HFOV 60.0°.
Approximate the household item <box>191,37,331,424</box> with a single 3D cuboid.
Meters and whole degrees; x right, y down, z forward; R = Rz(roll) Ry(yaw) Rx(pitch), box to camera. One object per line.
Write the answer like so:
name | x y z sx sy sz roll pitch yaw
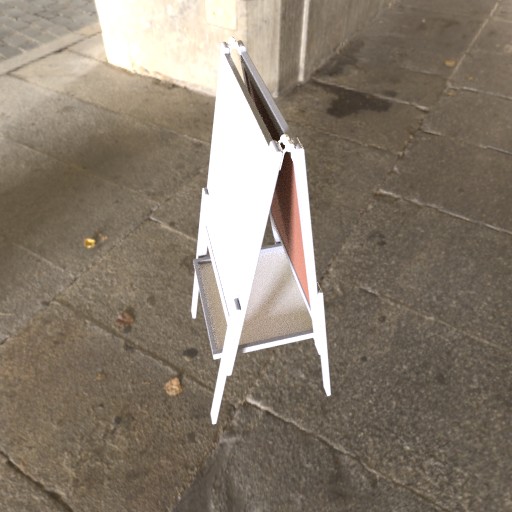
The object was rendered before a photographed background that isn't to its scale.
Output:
household item | 0.000 0.000 1.441 0.469 1.172 0.531 -10 48 -10
